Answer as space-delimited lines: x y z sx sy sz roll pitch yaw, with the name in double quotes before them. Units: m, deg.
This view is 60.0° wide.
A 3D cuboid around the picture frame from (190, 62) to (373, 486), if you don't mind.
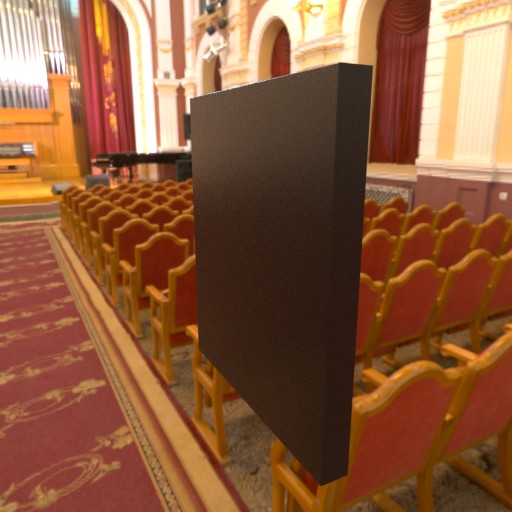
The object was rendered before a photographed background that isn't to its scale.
"picture frame" 0.000 0.000 0.526 0.034 0.378 0.328 -8 16 -27
